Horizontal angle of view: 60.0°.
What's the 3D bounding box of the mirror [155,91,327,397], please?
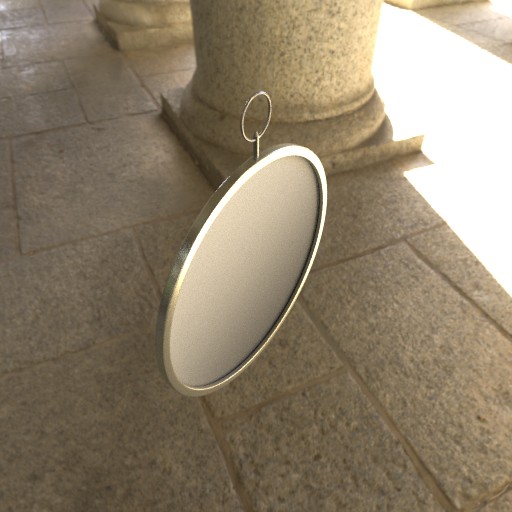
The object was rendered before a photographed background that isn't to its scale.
[{"bbox_3d":[0.000,0.000,0.955,0.020,0.713,0.594,26,49,26],"label":"mirror"}]
